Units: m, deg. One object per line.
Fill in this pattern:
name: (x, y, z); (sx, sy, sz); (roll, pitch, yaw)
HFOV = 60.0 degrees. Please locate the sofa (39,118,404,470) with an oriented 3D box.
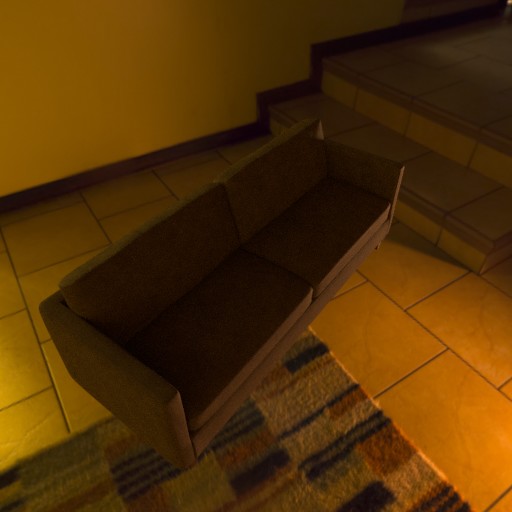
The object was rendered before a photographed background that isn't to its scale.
sofa: (0.000, 0.000, 2.889); (0.951, 0.965, 2.434); (27, 48, 27)
